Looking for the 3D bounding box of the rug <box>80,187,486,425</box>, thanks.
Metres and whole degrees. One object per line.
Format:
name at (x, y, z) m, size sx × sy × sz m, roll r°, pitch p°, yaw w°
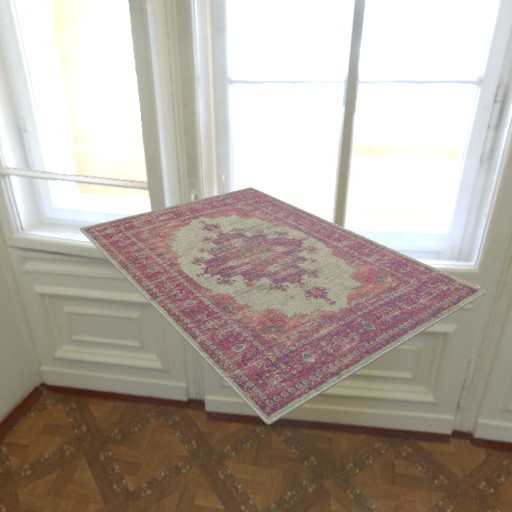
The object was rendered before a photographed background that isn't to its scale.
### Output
rug at (0.000, 0.000, 3.677) m, size 2.005 × 0.014 × 2.878 m, roll -19°, pitch 33°, yaw -32°
